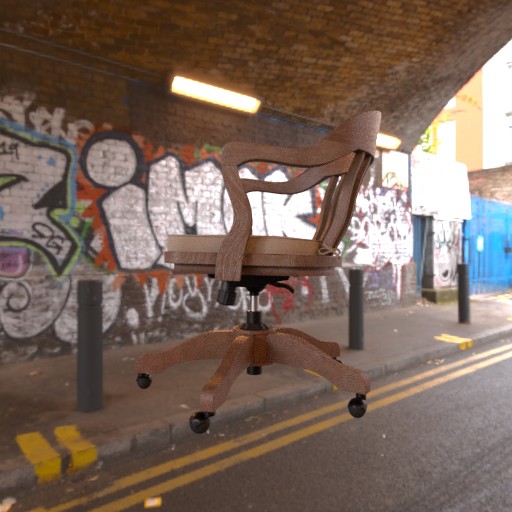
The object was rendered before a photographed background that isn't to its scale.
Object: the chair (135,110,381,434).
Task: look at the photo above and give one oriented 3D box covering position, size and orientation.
[{"bbox_3d":[0.000,0.000,1.443,0.788,0.878,0.750,0,0,0],"label":"chair"}]
